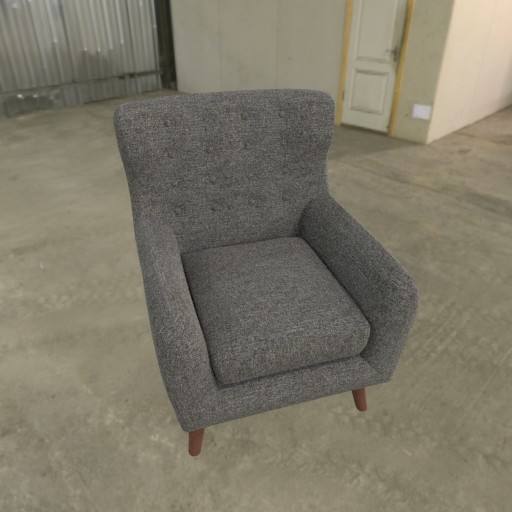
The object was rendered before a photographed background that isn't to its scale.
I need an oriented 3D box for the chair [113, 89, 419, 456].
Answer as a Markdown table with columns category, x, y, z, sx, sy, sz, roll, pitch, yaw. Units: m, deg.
| category | x | y | z | sx | sy | sz | roll | pitch | yaw |
| --- | --- | --- | --- | --- | --- | --- | --- | --- | --- |
| chair | 0.000 | 0.000 | 1.702 | 0.889 | 1.039 | 0.940 | -9 | 33 | -14 |
